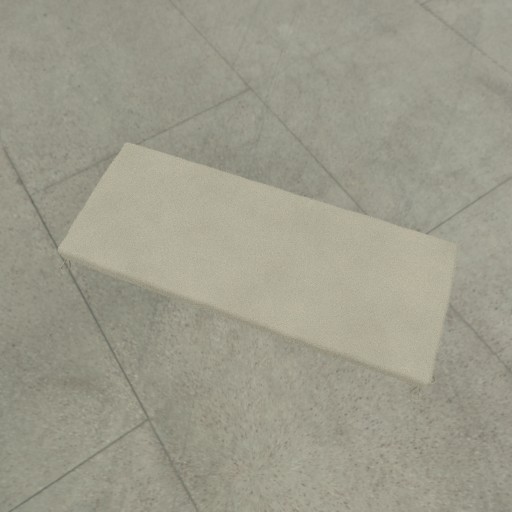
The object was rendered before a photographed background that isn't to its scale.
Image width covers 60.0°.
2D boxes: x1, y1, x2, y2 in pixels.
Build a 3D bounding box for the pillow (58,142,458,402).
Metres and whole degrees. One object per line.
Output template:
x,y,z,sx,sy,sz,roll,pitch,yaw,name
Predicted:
0.000,0.000,1.362,1.187,0.081,0.492,19,65,9,pillow
